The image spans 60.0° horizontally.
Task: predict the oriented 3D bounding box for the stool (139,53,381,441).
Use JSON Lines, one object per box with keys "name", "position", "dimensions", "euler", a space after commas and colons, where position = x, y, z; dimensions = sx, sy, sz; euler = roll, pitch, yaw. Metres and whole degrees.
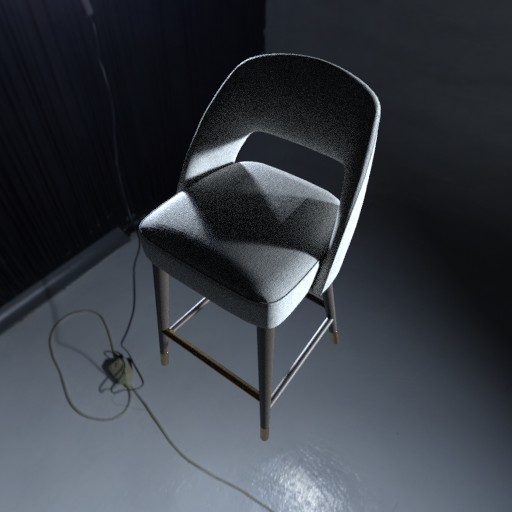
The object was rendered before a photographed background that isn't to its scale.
{"name": "stool", "position": [0.000, 0.000, 1.250], "dimensions": [0.494, 0.940, 0.509], "euler": [28, 52, 25]}
